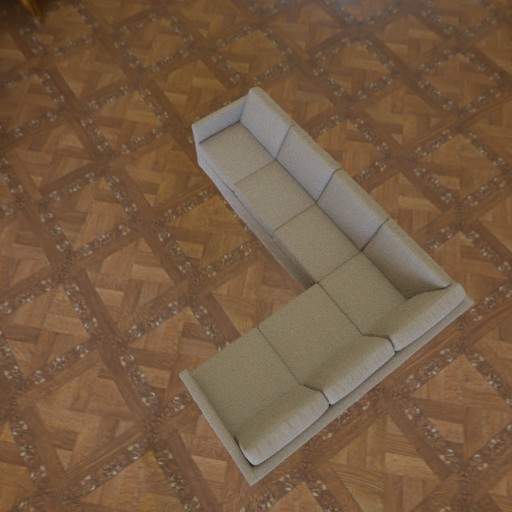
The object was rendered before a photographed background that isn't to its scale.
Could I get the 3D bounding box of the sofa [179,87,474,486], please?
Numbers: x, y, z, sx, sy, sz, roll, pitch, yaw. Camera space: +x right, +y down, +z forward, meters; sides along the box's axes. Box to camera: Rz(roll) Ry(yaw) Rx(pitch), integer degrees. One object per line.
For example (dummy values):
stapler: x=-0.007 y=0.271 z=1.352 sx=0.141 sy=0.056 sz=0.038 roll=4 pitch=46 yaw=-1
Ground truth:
sofa: x=0.000 y=0.000 z=4.322 sx=2.432 sy=0.871 sz=3.182 roll=-33 pitch=68 yaw=-15
